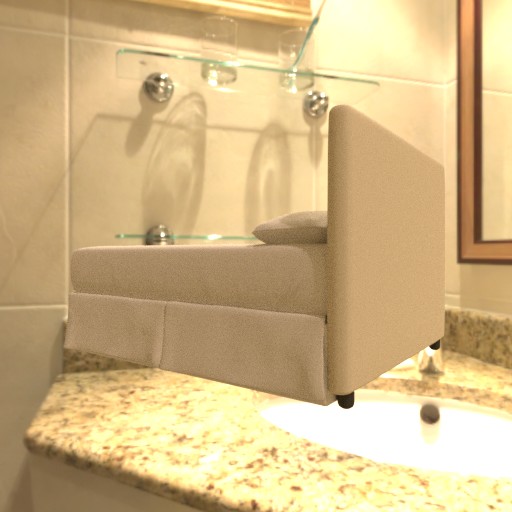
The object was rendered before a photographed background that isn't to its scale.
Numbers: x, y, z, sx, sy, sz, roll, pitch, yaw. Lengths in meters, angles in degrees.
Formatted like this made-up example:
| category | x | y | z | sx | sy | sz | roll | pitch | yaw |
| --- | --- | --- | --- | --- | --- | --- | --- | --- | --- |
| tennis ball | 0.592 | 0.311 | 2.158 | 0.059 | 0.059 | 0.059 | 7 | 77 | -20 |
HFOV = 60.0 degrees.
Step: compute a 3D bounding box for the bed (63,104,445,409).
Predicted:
| category | x | y | z | sx | sy | sz | roll | pitch | yaw |
| --- | --- | --- | --- | --- | --- | --- | --- | --- | --- |
| bed | 0.000 | 0.000 | 3.113 | 2.147 | 1.330 | 1.714 | 0 | 1 | 36 |
